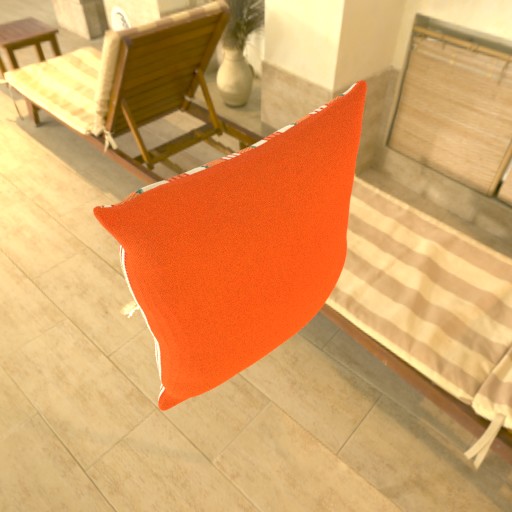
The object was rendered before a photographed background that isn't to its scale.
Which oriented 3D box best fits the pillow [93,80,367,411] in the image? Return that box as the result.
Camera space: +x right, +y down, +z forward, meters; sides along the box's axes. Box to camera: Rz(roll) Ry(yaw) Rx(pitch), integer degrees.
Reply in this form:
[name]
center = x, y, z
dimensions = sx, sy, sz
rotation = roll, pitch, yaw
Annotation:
[pillow]
center = 0.000, 0.000, 0.693
dimensions = 0.440, 0.441, 0.182
rotation = -32, 53, -28
